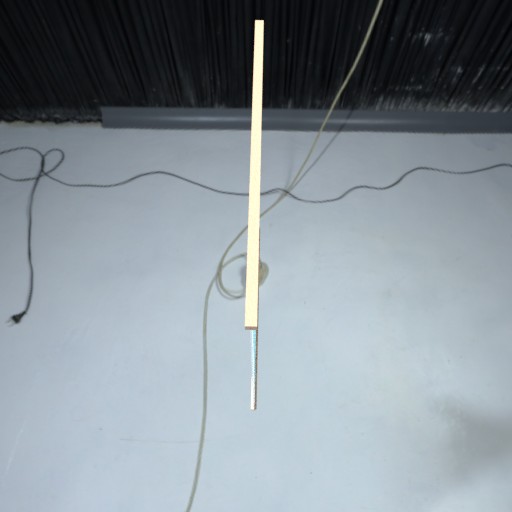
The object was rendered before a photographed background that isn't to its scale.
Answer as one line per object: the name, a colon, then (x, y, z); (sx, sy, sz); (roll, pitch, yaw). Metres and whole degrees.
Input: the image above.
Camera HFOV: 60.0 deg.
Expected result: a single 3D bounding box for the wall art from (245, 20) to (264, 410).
wall art: (0.000, 0.000, 0.811); (0.012, 0.608, 0.459); (1, 63, 1)
